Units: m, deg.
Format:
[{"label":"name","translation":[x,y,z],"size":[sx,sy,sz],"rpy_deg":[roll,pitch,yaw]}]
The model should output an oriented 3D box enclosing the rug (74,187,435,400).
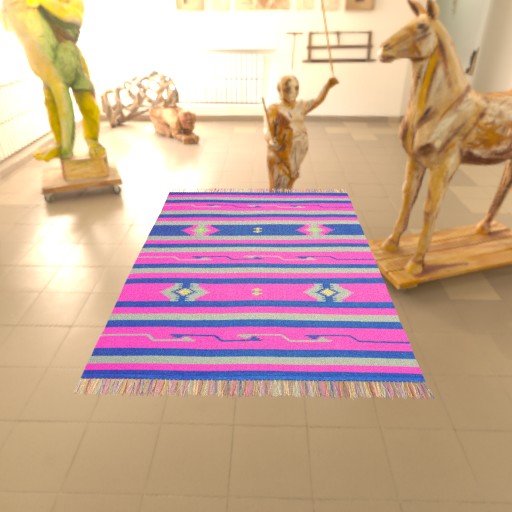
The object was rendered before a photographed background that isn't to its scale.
[{"label":"rug","translation":[0.000,0.000,2.873],"size":[1.539,0.013,2.350],"rpy_deg":[0,31,1]}]
